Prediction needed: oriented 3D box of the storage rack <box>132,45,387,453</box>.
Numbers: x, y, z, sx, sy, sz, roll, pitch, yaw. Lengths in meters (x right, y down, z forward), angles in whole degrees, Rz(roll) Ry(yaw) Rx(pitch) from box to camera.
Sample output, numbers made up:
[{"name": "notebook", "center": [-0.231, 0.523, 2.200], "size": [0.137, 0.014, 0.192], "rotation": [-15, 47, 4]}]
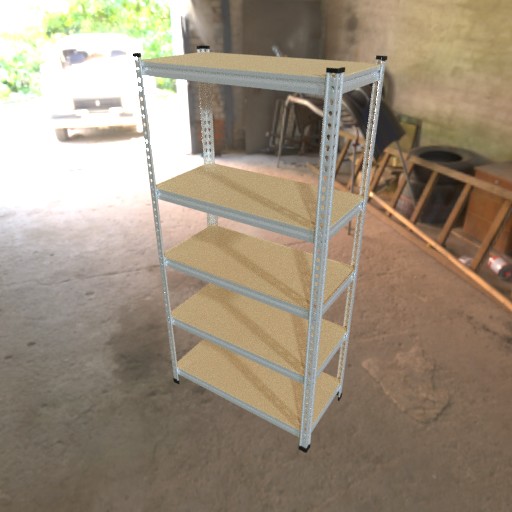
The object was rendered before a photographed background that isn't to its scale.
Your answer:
[{"name": "storage rack", "center": [0.000, 0.000, 2.201], "size": [0.914, 1.829, 0.457], "rotation": [18, 34, 28]}]
